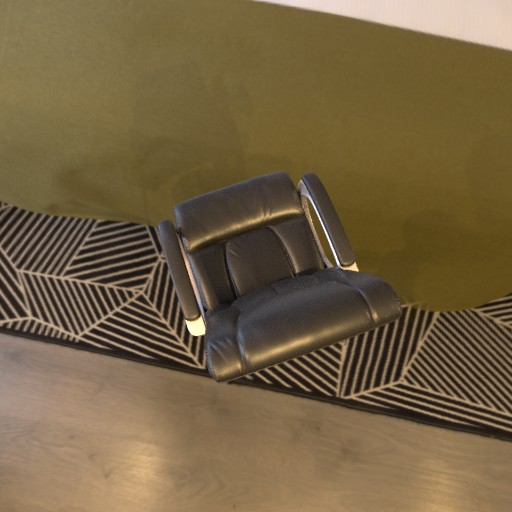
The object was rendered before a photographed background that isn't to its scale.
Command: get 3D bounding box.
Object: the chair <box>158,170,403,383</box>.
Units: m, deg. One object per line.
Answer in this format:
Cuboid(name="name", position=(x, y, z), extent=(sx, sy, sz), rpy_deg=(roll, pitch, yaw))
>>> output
Cuboid(name="chair", position=(0.000, 0.000, 1.624), extent=(0.700, 1.145, 0.780), rpy_deg=(-19, 76, -5))
